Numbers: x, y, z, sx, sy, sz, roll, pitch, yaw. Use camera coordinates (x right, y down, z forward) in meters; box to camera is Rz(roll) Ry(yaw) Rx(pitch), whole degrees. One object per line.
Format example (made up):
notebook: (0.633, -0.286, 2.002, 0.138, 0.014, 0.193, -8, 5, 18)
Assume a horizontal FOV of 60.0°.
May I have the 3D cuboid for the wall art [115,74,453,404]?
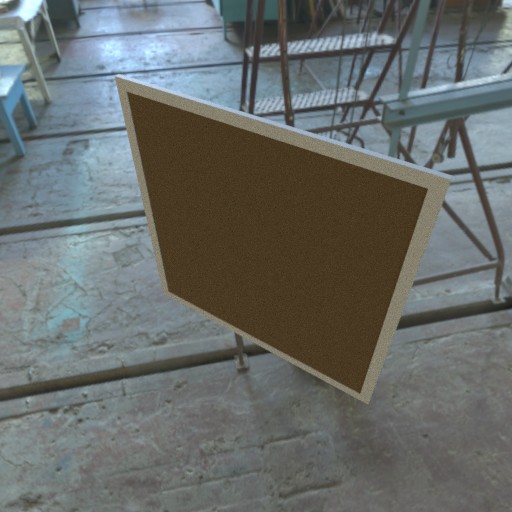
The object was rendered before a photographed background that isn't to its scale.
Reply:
wall art: (0.000, 0.000, 1.215, 0.812, 0.812, 0.015, 24, 49, 23)
